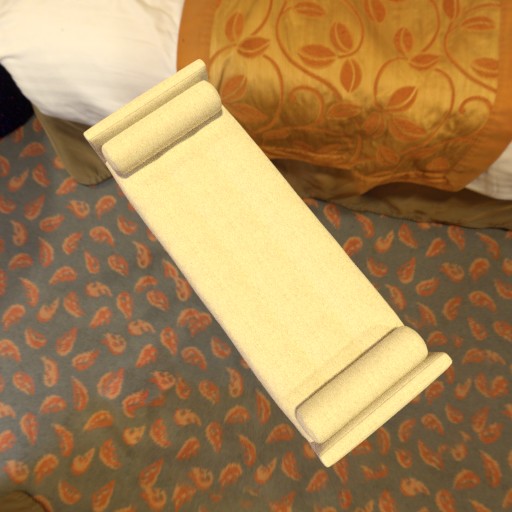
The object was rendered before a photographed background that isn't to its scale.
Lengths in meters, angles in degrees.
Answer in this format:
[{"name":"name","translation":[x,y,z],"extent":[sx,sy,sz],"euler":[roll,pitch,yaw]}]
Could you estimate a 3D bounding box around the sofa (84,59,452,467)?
[{"name":"sofa","translation":[0.000,0.000,2.536],"extent":[0.797,0.655,2.102],"euler":[-36,79,-8]}]
